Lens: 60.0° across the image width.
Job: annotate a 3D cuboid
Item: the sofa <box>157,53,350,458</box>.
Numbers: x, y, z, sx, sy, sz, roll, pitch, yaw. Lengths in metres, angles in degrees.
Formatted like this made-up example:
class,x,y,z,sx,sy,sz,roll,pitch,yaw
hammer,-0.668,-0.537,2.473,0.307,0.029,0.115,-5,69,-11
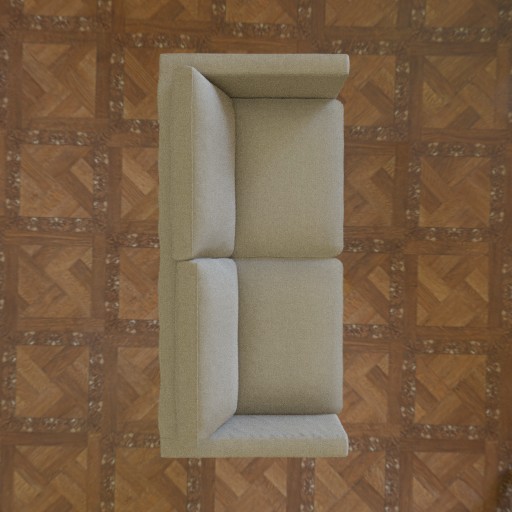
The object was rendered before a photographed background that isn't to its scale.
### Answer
class,x,y,z,sx,sy,sz,roll,pitch,yaw
sofa,0.000,0.000,2.423,0.956,0.847,1.987,0,91,0
